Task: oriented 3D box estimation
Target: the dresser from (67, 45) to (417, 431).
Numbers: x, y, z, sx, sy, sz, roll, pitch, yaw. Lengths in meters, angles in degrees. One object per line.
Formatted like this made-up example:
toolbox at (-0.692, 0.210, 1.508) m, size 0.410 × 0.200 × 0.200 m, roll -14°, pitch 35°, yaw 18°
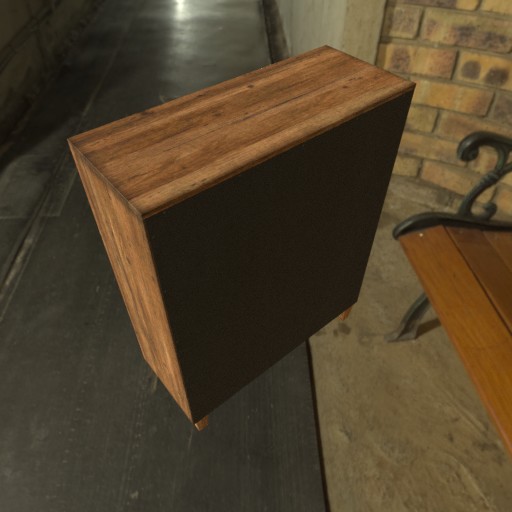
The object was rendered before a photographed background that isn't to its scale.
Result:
dresser at (0.000, 0.000, 1.895) m, size 1.067 × 1.359 × 0.438 m, roll -31°, pitch 54°, yaw -26°
